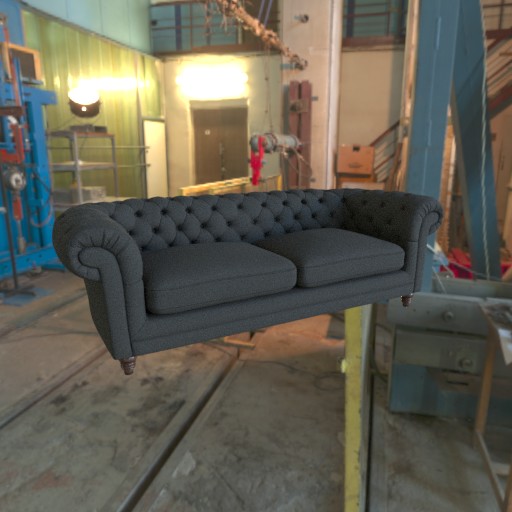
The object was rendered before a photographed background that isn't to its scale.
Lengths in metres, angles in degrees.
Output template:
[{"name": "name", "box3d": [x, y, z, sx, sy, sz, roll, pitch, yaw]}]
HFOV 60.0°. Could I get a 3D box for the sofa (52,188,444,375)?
[{"name": "sofa", "box3d": [0.000, 0.000, 2.829, 2.362, 0.762, 0.991, -8, 16, -29]}]
